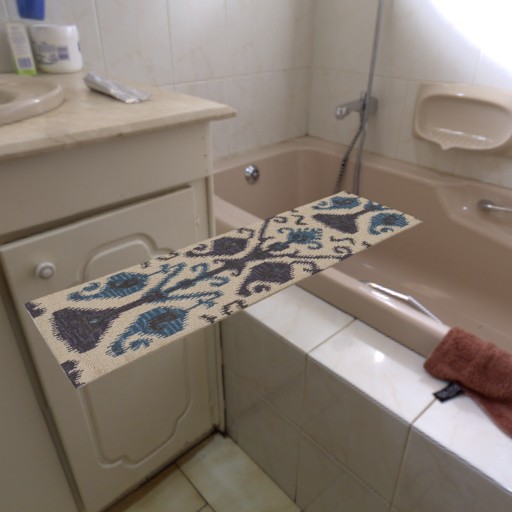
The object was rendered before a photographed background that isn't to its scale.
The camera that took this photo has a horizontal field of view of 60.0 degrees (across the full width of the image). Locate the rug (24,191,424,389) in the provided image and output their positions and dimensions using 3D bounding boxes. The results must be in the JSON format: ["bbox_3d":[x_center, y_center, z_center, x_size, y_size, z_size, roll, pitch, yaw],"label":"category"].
[{"bbox_3d":[0.000,0.000,2.503,2.301,0.017,0.692,-22,36,-34],"label":"rug"}]
